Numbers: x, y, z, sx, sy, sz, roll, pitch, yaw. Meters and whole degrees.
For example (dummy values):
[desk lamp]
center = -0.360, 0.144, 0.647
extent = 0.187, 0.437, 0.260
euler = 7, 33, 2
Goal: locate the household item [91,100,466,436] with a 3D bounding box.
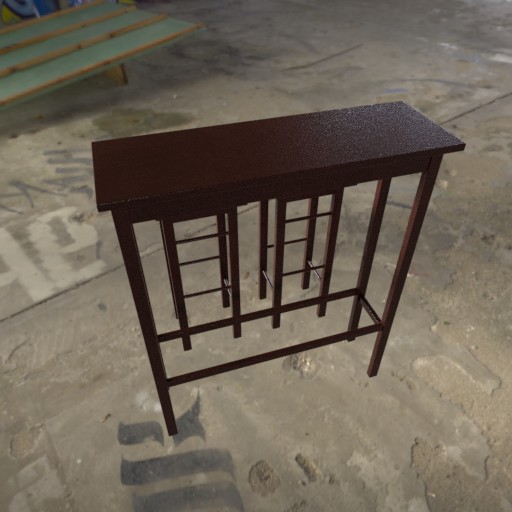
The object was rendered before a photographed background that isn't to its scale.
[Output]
[household item]
center = 0.000, 0.000, 1.618
extent = 0.914, 1.067, 0.676
euler = -12, 42, -13
